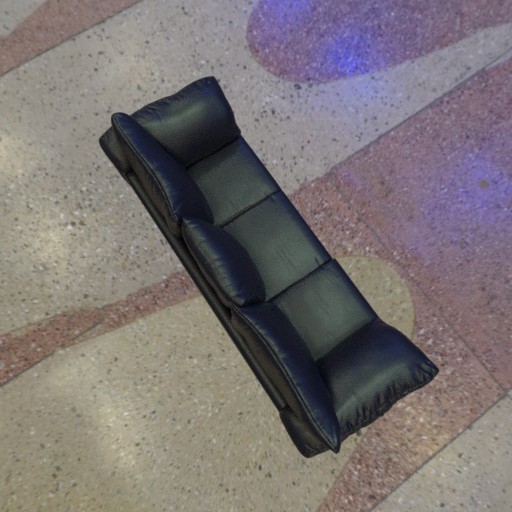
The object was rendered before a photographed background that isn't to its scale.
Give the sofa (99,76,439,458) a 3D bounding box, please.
[{"bbox_3d":[0.000,0.000,2.811,0.880,1.073,2.336,-33,78,-8],"label":"sofa"}]
